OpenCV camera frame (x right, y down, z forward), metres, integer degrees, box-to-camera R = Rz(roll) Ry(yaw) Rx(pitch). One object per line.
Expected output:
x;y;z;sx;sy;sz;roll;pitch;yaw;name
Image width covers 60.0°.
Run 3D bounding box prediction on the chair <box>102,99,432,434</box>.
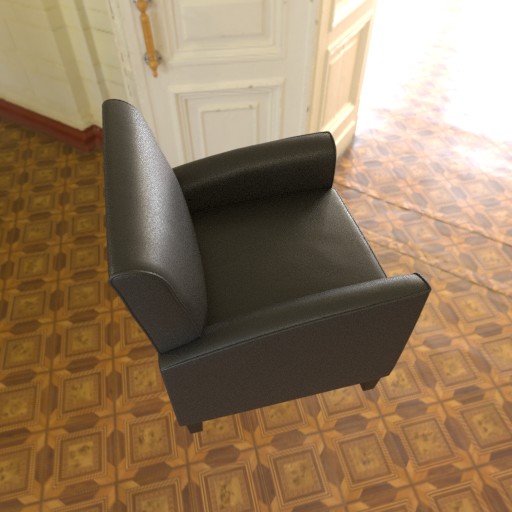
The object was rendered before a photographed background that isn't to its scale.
0.000;0.000;1.539;0.819;0.916;0.820;-11;49;-9;chair
